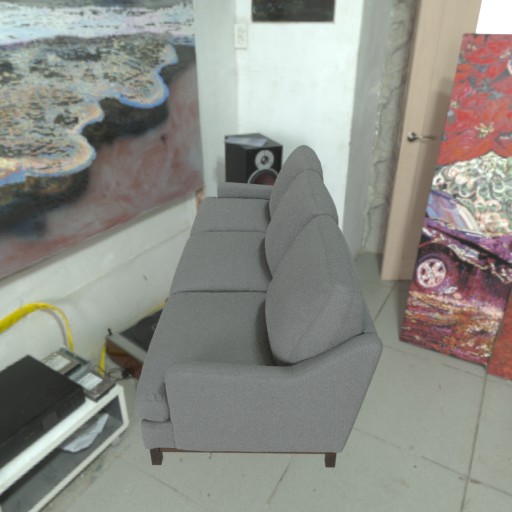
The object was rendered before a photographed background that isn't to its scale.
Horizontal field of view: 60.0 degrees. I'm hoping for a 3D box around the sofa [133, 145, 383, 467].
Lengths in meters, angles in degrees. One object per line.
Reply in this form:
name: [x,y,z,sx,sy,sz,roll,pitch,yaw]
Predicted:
sofa: [0.000,0.000,2.770,0.987,0.926,2.344,0,28,1]
